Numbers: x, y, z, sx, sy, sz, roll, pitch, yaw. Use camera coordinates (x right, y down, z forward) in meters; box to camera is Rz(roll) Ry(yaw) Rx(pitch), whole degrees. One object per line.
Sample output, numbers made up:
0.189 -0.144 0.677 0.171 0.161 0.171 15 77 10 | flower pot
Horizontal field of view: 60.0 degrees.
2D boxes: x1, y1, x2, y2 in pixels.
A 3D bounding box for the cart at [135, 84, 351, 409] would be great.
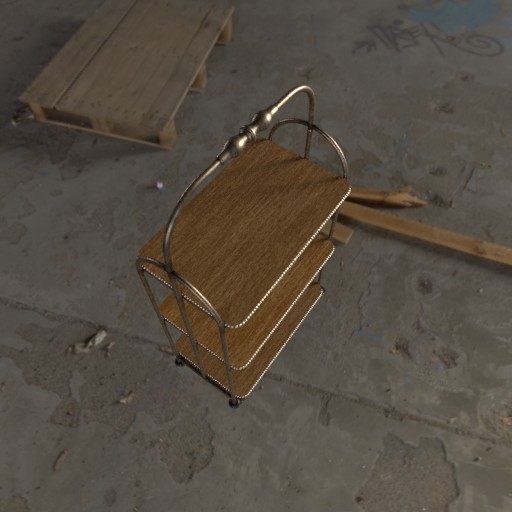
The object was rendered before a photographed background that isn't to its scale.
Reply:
0.000 0.000 1.348 0.330 1.052 0.650 32 63 18 | cart
